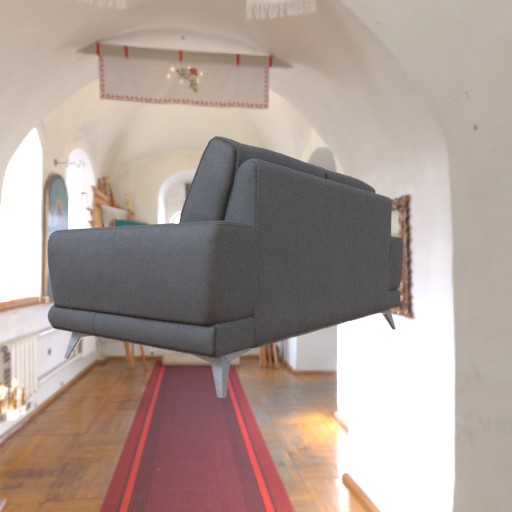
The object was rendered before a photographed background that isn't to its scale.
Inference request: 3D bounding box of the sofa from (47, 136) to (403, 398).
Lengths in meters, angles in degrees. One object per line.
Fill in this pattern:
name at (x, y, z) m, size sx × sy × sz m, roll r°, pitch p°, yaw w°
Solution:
sofa at (0.000, 0.000, 2.355) m, size 1.018 × 0.907 × 1.806 m, roll 0°, pitch 0°, yaw 36°
